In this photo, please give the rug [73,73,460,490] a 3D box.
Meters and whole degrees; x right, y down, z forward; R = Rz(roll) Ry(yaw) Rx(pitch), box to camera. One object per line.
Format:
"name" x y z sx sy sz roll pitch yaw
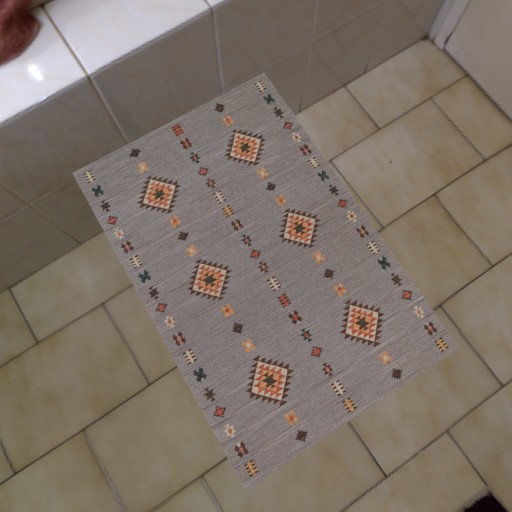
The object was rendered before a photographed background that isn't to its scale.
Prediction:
"rug" 0.000 0.000 2.276 1.217 0.005 1.818 -30 77 -8
